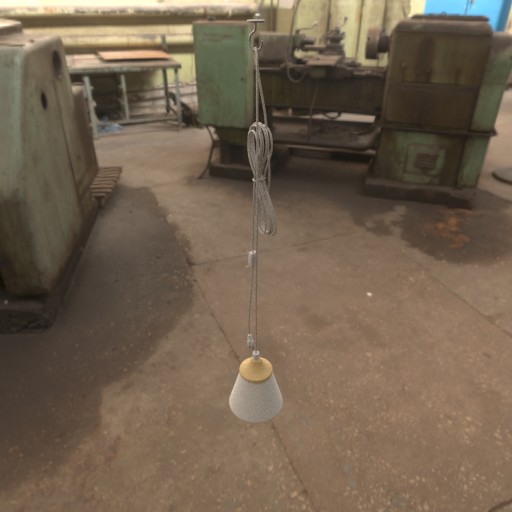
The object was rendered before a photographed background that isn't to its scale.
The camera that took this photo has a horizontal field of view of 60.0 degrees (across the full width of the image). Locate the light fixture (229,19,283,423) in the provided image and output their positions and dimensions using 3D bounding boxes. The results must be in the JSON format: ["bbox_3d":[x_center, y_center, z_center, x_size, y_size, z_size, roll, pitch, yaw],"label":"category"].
[{"bbox_3d":[0.000,0.000,1.027,0.153,0.966,0.153,-11,32,-17],"label":"light fixture"}]
